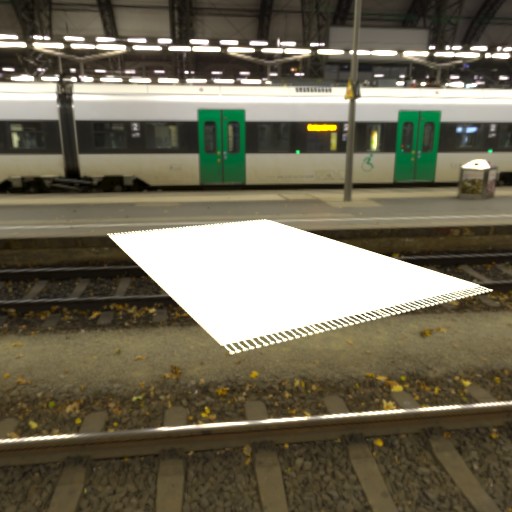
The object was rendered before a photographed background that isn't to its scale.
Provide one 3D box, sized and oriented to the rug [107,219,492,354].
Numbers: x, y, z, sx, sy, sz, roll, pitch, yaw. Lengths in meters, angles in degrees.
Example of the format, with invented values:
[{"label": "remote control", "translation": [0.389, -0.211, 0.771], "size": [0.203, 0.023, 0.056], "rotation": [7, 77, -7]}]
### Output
[{"label": "rug", "translation": [0.000, 0.000, 3.021], "size": [1.524, 0.010, 2.438], "rotation": [-8, 16, -27]}]
